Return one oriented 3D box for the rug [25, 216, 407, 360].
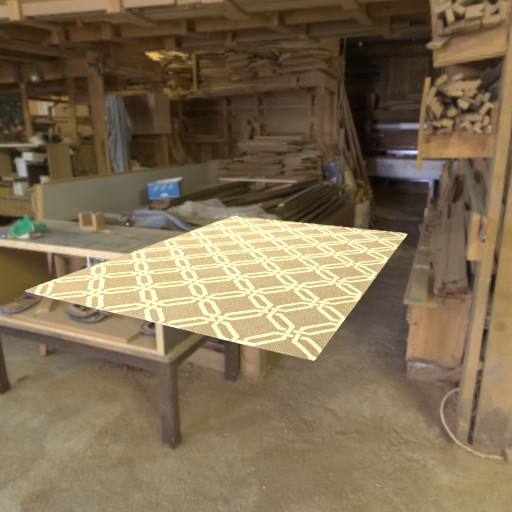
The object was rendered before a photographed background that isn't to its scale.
[{"bbox_3d":[0.000,0.000,4.471,2.441,0.020,3.419,8,18,25],"label":"rug"}]
